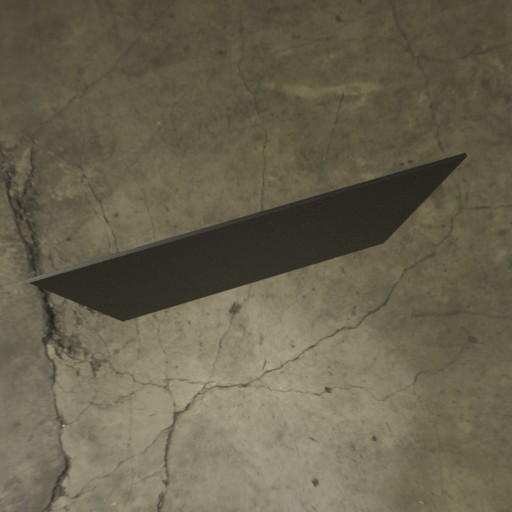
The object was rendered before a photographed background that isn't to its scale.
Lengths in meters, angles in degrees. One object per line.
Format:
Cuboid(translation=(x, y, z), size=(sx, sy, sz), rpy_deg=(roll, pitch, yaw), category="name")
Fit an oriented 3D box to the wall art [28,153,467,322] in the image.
Cuboid(translation=(0.000, 0.000, 1.544), size=(1.192, 0.811, 0.013), rpy_deg=(-16, 75, -4), category="wall art")
